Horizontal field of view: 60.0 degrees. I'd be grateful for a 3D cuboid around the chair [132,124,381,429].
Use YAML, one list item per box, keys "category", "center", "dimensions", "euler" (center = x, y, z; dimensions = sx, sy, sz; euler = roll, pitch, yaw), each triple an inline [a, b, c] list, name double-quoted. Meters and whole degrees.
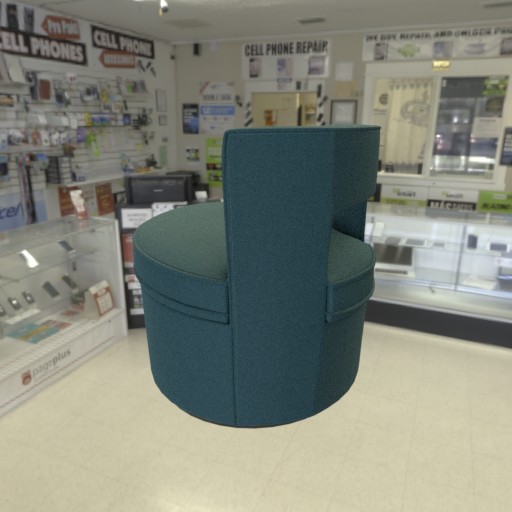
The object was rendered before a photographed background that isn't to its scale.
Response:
- category: "chair"
  center: [0.000, 0.000, 1.250]
  dimensions: [0.660, 0.711, 0.684]
  euler: [8, 19, 25]
